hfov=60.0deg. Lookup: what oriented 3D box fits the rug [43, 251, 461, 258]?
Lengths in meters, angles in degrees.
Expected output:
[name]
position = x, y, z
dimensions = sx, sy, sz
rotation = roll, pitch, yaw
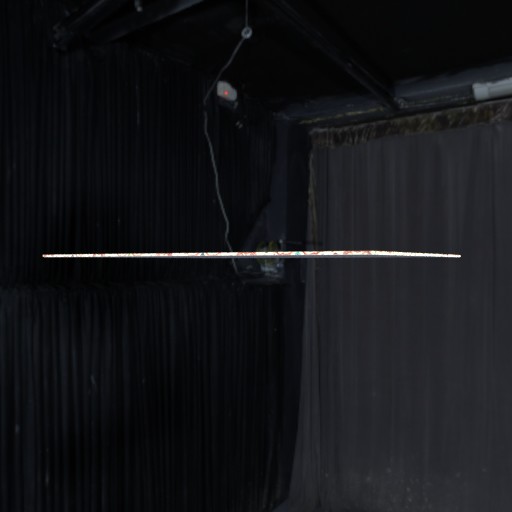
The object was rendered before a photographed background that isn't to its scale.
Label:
[rug]
position = 0.000, 0.000, 4.272
dimensions = 3.215, 0.020, 2.446
rotation = 0, -1, 35
